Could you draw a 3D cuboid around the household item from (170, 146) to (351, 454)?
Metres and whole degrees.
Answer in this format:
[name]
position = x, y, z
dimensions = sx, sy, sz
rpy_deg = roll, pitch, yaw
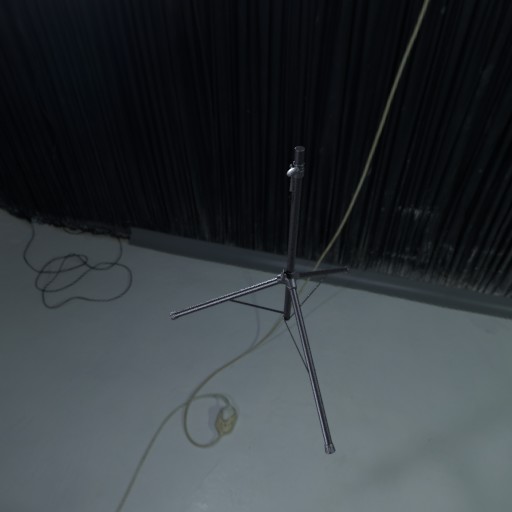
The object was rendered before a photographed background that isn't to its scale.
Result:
[household item]
position = 0.000, 0.000, 2.779
dimensions = 1.339, 1.595, 1.596
rpy_deg = 9, 45, 9
